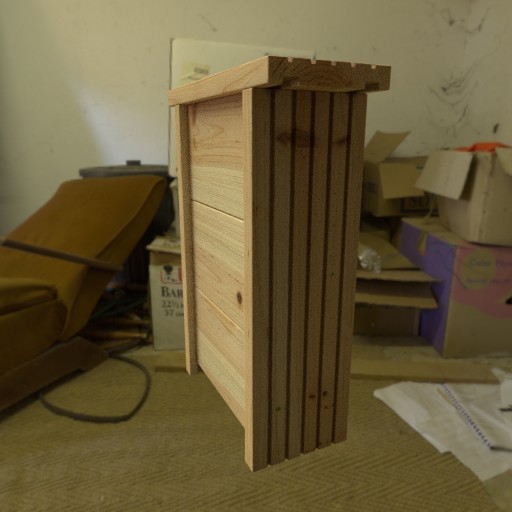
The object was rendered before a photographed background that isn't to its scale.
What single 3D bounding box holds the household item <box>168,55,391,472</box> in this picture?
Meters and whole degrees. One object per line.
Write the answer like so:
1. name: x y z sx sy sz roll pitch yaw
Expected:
1. household item: 0.000 0.000 0.550 0.123 0.407 0.301 -7 16 -25
